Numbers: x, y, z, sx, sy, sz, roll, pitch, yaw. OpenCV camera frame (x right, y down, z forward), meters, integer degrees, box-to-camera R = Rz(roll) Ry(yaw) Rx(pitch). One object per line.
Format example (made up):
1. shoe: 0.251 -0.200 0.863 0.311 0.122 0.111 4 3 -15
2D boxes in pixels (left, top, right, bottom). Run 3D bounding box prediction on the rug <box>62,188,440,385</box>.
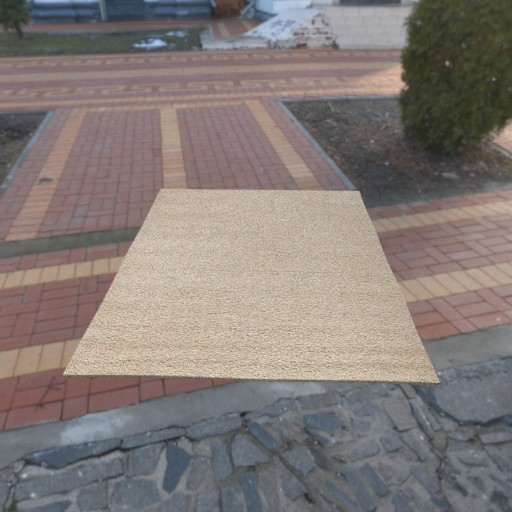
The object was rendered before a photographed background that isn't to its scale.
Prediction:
1. rug: 0.000 0.000 4.087 2.400 0.026 3.000 1 32 1
